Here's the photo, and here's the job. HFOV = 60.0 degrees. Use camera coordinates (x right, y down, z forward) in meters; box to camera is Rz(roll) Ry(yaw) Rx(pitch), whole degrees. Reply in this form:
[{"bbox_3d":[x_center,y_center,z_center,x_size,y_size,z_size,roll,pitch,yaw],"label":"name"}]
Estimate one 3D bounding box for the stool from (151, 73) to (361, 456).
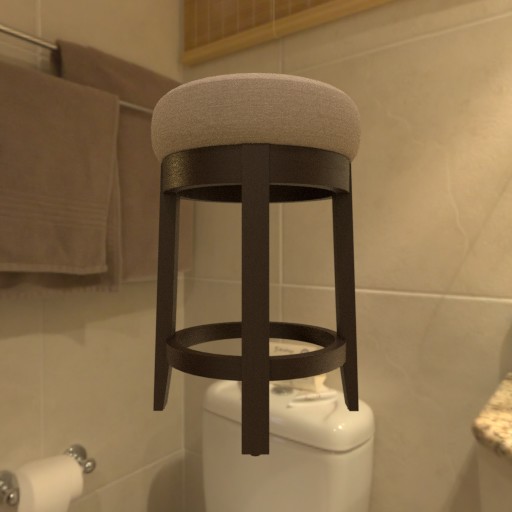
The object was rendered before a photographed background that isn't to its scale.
[{"bbox_3d":[0.000,0.000,0.967,0.443,0.672,0.443,0,1,0],"label":"stool"}]
